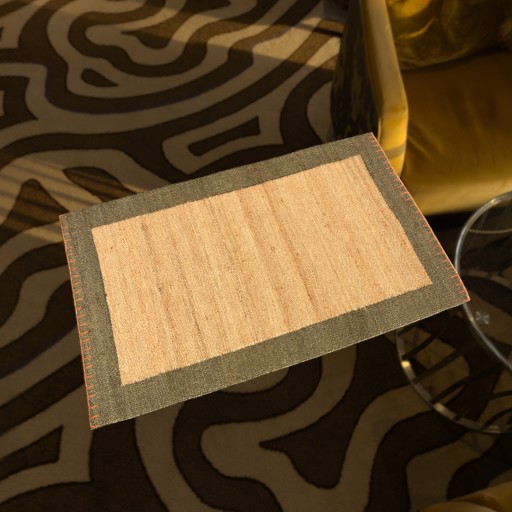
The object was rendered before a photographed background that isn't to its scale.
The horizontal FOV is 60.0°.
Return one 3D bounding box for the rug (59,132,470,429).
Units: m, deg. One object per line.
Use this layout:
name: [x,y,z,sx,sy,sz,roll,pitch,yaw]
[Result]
rug: [0.000,0.000,2.969,2.435,0.006,1.521,-16,64,-8]
